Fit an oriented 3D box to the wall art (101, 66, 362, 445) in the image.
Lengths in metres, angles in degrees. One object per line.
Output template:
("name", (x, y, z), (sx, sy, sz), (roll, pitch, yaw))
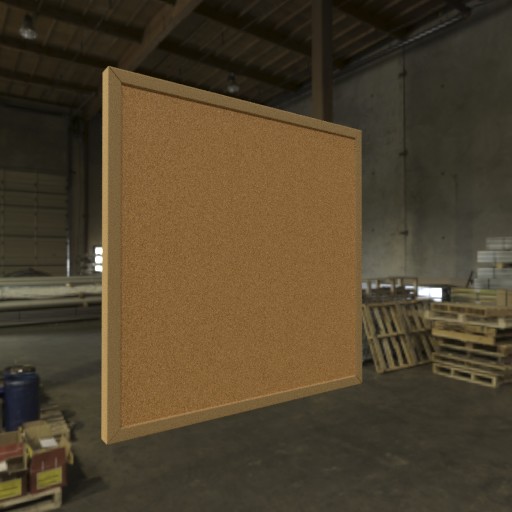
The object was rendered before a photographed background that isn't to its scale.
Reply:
("wall art", (0.000, 0.000, 1.127), (0.761, 0.761, 0.037), (0, -1, -36))
